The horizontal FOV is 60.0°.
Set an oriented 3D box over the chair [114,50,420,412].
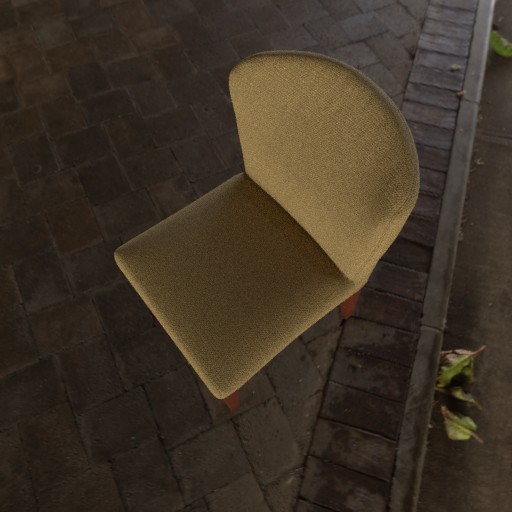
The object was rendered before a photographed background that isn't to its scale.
[{"bbox_3d":[0.000,0.000,1.158,0.589,0.839,0.491,-36,69,-16],"label":"chair"}]
